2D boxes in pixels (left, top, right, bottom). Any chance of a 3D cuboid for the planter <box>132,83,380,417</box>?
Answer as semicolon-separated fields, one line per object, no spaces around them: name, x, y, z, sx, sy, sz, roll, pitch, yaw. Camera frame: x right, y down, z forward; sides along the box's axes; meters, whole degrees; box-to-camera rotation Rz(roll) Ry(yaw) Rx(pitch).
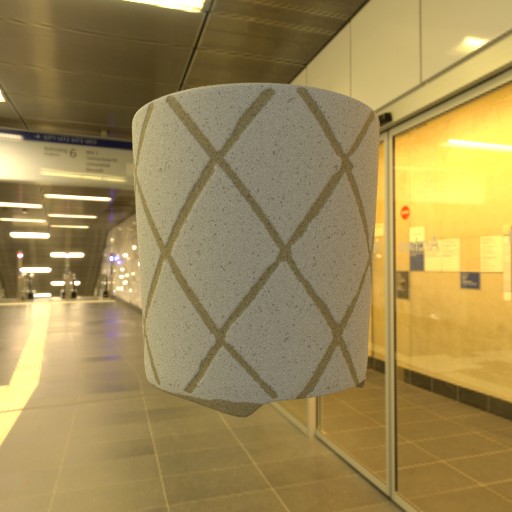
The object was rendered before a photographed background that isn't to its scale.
planter;0.000;0.000;0.351;0.191;0.199;0.191;0;-1;0
